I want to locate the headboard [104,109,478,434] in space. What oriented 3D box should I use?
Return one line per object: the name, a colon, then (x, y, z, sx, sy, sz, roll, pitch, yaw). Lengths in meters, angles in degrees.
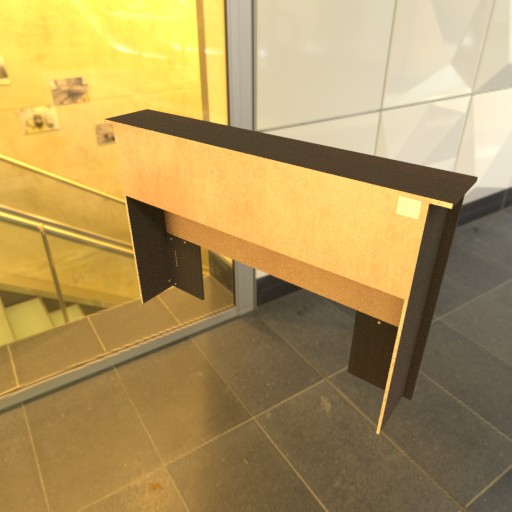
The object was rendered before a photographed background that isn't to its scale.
headboard: (0.000, 0.000, 2.114, 1.671, 1.092, 0.279, 21, 37, 31)
